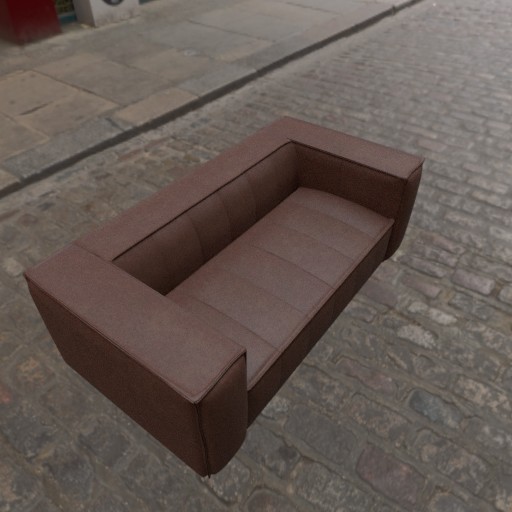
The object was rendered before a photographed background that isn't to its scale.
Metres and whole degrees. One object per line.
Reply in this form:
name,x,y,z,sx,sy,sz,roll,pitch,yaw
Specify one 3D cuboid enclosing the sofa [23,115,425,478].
sofa,0.000,0.000,2.525,1.102,0.703,2.088,27,48,27
